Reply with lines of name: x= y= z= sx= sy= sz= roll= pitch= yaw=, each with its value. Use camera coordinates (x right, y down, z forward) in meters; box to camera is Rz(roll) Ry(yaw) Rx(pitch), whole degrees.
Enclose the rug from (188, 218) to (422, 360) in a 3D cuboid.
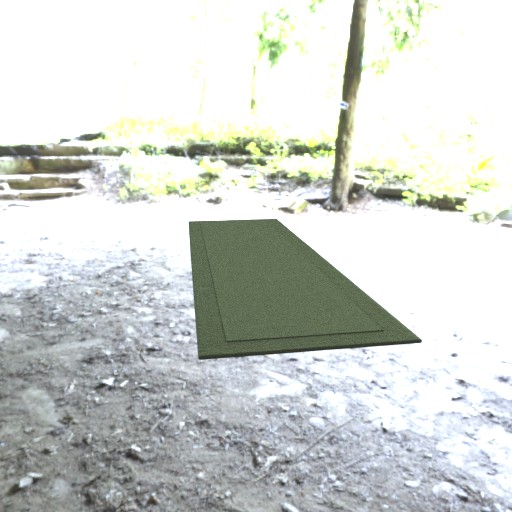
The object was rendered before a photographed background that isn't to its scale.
rug: x=0.000 y=0.000 z=2.604 sx=0.759 sy=0.012 sz=2.430 roll=-2 pitch=15 yaw=-9
